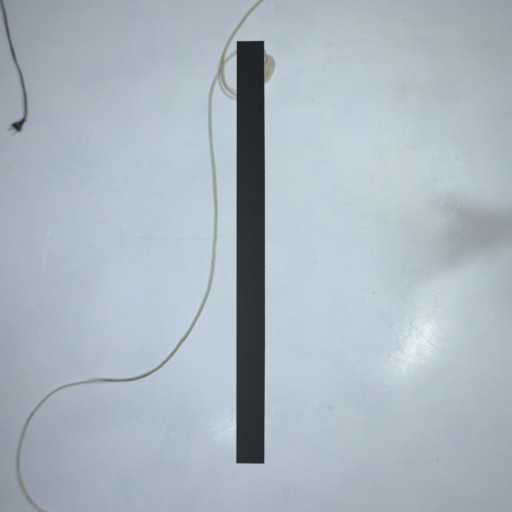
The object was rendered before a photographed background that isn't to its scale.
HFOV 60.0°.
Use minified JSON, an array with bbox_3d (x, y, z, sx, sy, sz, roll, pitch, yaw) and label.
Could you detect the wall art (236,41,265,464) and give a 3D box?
[{"bbox_3d":[0.000,0.000,0.762,0.031,0.558,0.461,0,89,1],"label":"wall art"}]
